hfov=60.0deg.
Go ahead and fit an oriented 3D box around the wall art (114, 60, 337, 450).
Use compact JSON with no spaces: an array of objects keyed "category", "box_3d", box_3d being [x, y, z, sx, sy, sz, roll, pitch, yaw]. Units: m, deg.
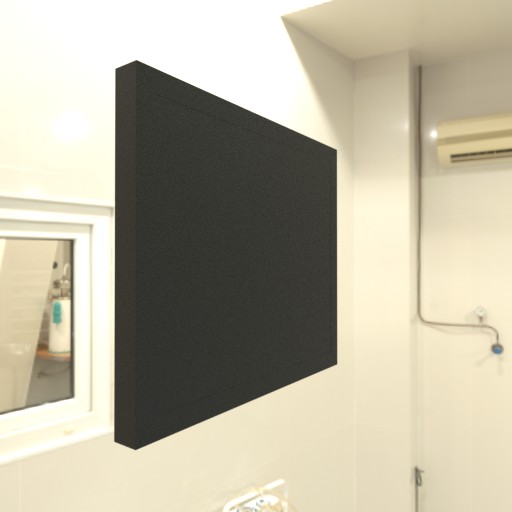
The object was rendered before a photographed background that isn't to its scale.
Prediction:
[{"category":"wall art","box_3d":[0.000,0.000,0.536,0.029,0.330,0.381,0,-1,36]}]
